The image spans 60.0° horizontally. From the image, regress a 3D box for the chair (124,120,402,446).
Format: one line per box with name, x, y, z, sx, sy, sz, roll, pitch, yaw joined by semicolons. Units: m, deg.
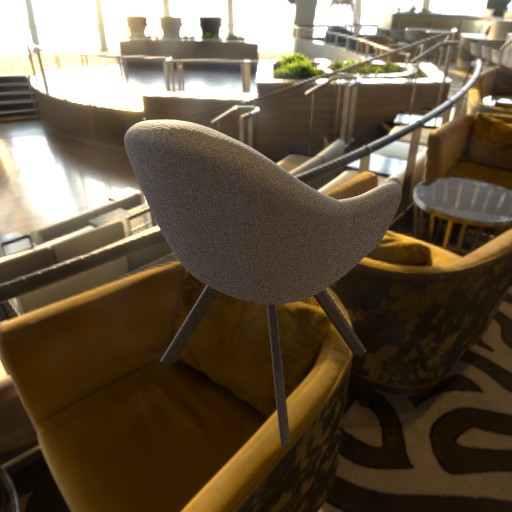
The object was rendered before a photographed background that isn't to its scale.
chair;0.000;0.000;1.189;0.590;0.795;0.550;22;38;32
